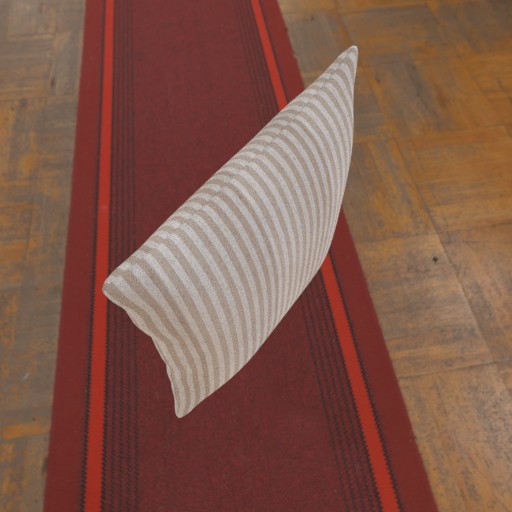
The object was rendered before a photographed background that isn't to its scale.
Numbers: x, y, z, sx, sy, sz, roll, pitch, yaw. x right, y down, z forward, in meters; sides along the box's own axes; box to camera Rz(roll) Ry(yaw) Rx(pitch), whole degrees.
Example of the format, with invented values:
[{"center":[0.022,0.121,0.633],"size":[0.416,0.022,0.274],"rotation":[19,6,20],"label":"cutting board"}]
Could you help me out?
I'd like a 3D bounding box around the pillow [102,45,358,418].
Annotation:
[{"center":[0.000,0.000,0.766],"size":[0.166,0.510,0.523],"rotation":[32,63,18],"label":"pillow"}]
